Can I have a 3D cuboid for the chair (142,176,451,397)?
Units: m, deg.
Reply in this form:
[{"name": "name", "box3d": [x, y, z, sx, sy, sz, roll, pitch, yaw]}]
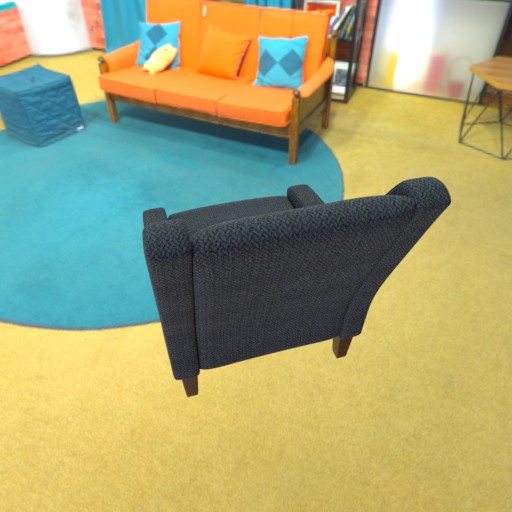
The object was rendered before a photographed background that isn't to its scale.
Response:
[{"name": "chair", "box3d": [0.000, 0.000, 1.704, 0.793, 1.012, 0.944, -11, 42, -13]}]
